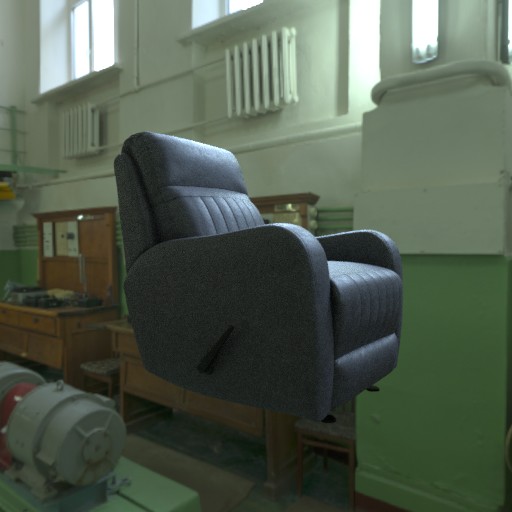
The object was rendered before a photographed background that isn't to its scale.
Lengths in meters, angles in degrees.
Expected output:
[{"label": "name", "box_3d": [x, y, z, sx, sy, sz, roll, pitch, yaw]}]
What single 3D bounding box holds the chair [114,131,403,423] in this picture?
[{"label": "chair", "box_3d": [0.000, 0.000, 1.849, 1.067, 1.067, 0.865, 1, 1, 36]}]
